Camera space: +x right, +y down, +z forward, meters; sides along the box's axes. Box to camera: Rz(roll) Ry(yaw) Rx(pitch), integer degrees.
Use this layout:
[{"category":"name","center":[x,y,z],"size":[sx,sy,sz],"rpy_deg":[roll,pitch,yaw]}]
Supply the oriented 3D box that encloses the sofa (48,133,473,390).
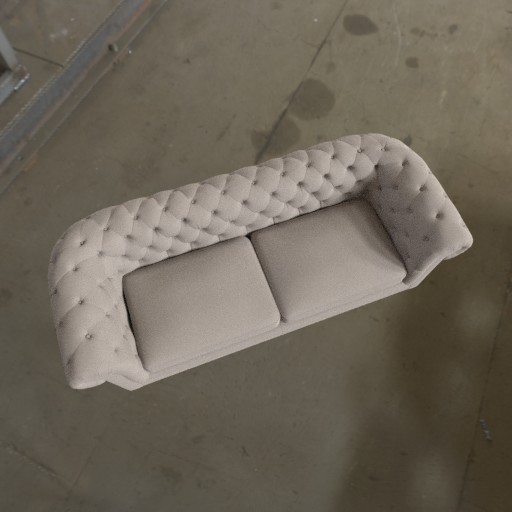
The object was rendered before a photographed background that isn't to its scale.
[{"category":"sofa","center":[0.000,0.000,2.843],"size":[2.411,0.749,0.991],"rpy_deg":[-18,66,-9]}]
